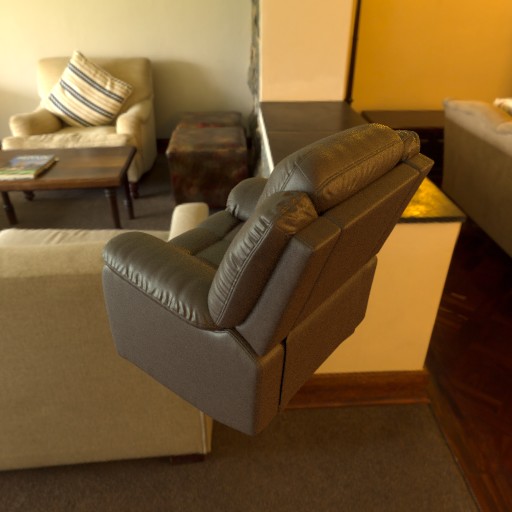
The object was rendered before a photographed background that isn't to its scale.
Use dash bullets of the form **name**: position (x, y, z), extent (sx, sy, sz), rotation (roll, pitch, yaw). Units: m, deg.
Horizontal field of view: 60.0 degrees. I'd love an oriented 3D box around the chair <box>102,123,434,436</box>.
- **chair**: position (0.000, 0.000, 1.665), extent (0.934, 1.009, 0.899), rotation (22, 37, 32)
